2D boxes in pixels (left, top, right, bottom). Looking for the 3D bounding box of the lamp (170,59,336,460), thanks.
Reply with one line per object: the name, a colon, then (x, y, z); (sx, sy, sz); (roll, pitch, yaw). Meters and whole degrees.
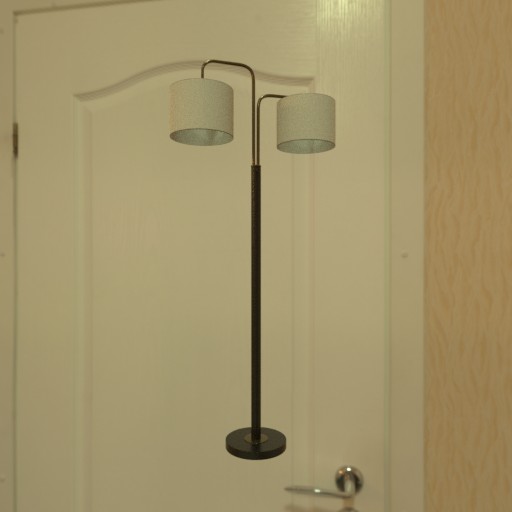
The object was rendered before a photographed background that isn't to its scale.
lamp: (0.000, 0.000, 1.848); (0.711, 1.587, 0.254); (0, 0, -19)
